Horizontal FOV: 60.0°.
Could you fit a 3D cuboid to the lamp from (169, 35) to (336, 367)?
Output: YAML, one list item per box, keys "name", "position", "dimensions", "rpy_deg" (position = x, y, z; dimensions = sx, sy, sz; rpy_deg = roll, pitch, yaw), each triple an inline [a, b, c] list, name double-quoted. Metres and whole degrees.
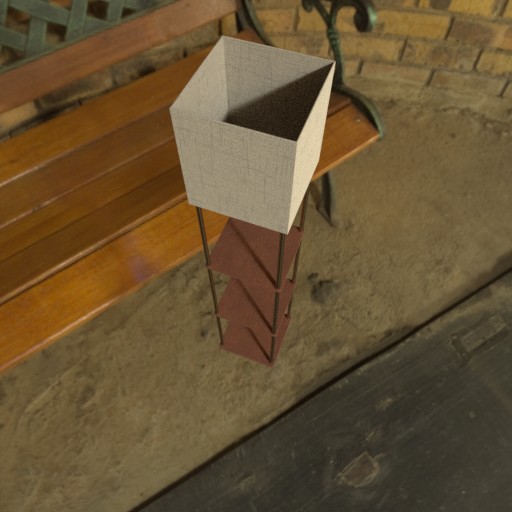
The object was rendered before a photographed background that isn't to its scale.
- name: "lamp"
  position: [0.000, 0.000, 1.731]
  dimensions: [0.310, 1.569, 0.308]
  rpy_deg: [18, 60, 11]
